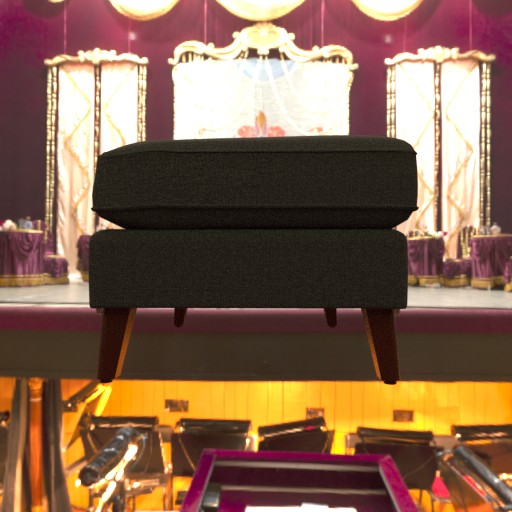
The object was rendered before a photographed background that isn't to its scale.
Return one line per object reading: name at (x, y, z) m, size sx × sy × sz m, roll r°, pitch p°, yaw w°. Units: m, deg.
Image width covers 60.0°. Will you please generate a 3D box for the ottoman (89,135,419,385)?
ottoman at (0.000, 0.000, 1.228) m, size 0.629 × 0.503 × 0.835 m, roll 0°, pitch -1°, yaw 1°
